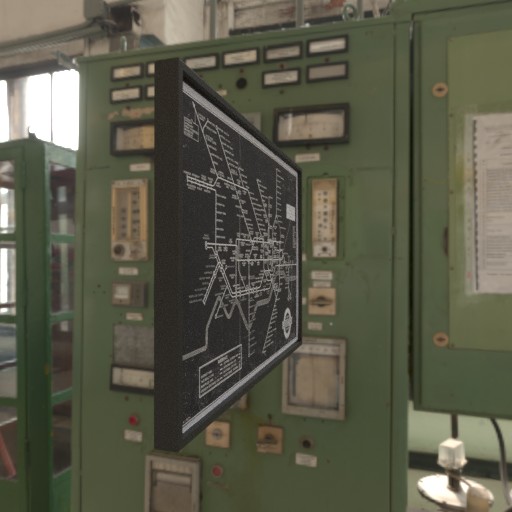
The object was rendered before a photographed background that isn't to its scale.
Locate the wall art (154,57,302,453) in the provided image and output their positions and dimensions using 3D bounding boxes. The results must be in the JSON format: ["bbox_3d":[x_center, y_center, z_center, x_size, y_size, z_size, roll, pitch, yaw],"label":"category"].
[{"bbox_3d":[0.000,0.000,0.551,0.021,0.301,0.443,0,0,18],"label":"wall art"}]
